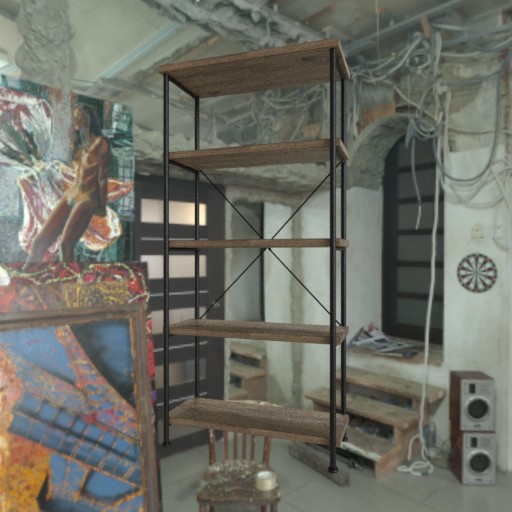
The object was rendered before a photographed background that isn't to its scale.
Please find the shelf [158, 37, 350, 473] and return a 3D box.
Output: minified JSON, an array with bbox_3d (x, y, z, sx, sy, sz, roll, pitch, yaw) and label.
[{"bbox_3d":[0.000,0.000,2.022,0.800,1.700,0.360,0,0,19],"label":"shelf"}]
